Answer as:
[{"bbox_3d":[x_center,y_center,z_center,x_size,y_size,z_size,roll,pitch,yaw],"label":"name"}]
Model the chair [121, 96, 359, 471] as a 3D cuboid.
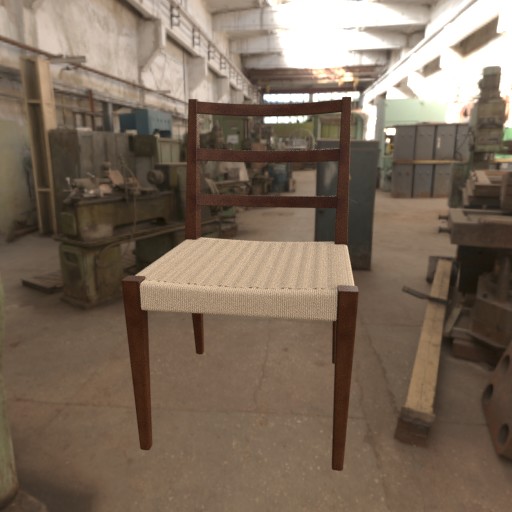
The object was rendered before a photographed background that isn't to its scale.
[{"bbox_3d":[0.000,0.000,1.143,0.480,0.813,0.551,2,14,8],"label":"chair"}]
